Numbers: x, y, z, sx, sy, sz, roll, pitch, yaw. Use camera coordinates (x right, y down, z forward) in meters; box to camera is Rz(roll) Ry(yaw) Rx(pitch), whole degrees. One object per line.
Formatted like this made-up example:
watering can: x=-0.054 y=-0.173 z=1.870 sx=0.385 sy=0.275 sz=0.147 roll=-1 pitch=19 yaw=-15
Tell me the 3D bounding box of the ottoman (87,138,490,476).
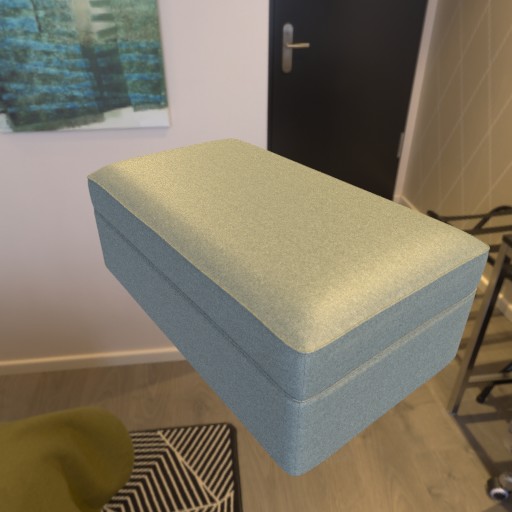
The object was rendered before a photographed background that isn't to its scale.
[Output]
ottoman: x=0.000 y=0.000 z=1.468 sx=0.681 sy=0.494 sz=1.173 roll=-22 pitch=38 yaw=-31
